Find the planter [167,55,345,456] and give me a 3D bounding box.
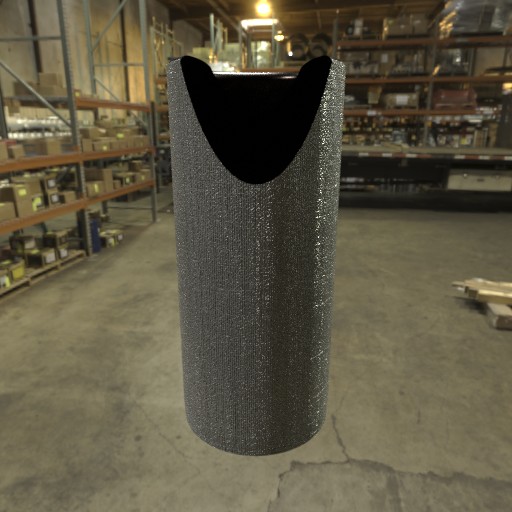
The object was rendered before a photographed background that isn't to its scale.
[{"bbox_3d":[0.000,0.000,0.128,0.045,0.103,0.045,3,17,9],"label":"planter"}]
